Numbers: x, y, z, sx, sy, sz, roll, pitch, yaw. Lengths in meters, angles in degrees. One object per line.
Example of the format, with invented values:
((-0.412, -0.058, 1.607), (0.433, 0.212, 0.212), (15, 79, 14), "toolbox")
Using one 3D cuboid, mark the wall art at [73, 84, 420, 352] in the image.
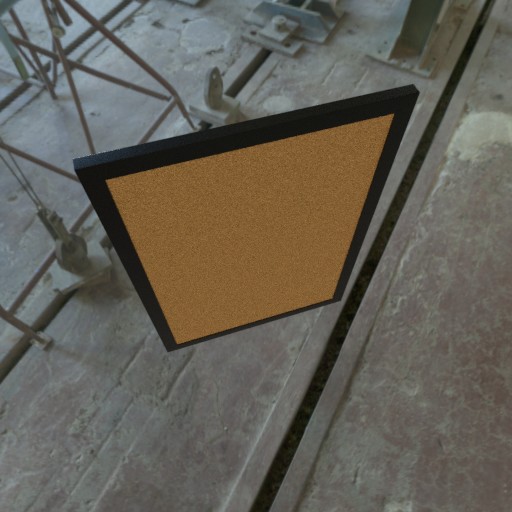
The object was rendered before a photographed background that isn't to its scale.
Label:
((0.000, 0.000, 0.850), (0.462, 0.656, 0.019), (-15, 60, -9), "wall art")
